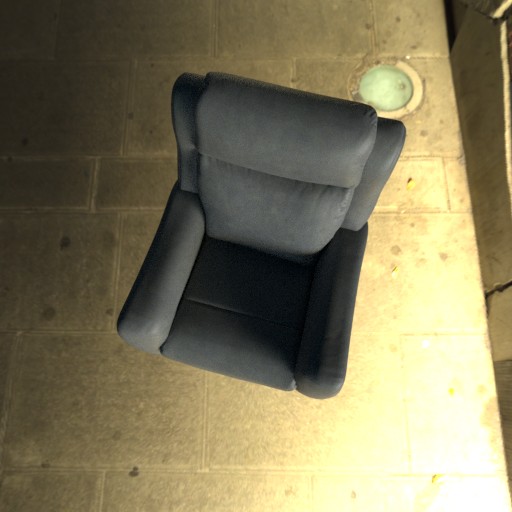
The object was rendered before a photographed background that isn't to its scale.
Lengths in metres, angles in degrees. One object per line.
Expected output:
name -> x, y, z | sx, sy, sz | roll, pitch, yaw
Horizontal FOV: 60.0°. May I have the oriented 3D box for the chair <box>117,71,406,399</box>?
chair -> 0.000, 0.000, 1.956 | 0.965, 1.116, 1.068 | 14, 76, 4
